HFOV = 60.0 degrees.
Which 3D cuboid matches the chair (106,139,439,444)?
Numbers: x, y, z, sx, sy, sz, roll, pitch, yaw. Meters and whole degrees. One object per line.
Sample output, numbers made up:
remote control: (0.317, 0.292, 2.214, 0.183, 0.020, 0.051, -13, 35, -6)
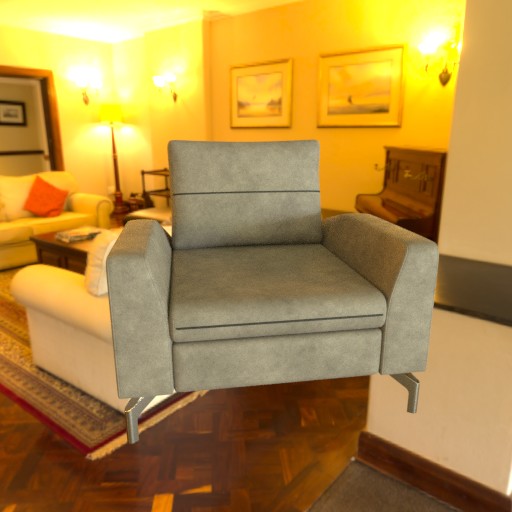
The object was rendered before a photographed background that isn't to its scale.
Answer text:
chair: (0.000, 0.000, 1.591, 0.900, 0.800, 0.900, -3, 16, -9)
